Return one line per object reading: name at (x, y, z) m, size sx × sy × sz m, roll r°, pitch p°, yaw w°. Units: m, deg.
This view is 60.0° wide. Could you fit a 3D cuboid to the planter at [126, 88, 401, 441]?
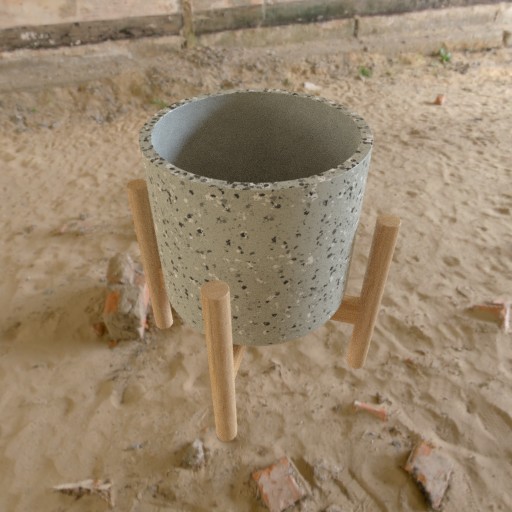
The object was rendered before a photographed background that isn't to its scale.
planter at (0.000, 0.000, 0.531) m, size 0.284 × 0.320 × 0.284 m, roll 26°, pitch 47°, yaw 27°
